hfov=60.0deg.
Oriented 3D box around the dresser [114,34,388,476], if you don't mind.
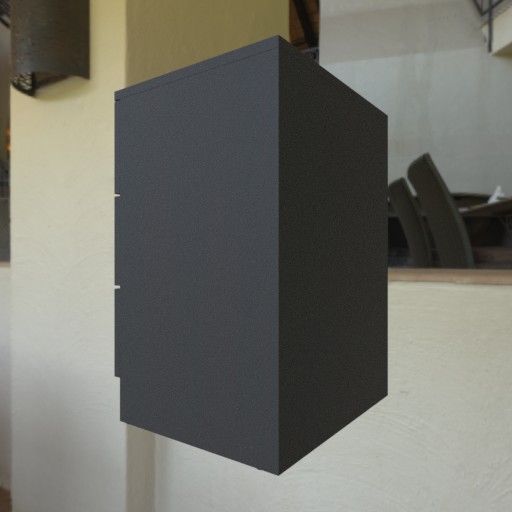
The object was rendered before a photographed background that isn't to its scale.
[{"bbox_3d":[0.000,0.000,0.827,0.360,0.560,0.400,0,0,36],"label":"dresser"}]
